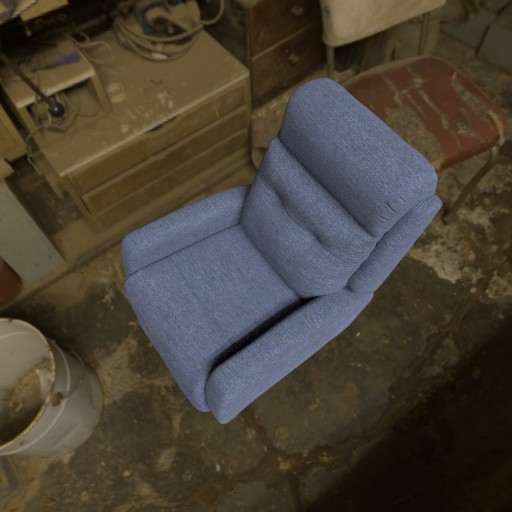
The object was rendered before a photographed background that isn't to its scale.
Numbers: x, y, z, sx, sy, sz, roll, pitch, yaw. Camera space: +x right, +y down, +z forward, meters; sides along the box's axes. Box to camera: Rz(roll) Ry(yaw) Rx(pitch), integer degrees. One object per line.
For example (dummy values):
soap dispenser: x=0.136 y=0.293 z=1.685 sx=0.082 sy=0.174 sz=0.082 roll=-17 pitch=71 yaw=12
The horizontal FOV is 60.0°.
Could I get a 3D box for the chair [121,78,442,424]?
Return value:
chair: x=0.000 y=0.000 z=1.758 sx=1.043 sy=1.013 sz=0.798 roll=-33 pitch=67 yaw=-16
